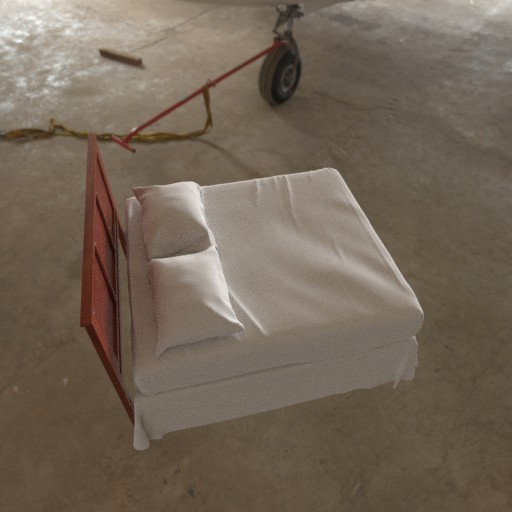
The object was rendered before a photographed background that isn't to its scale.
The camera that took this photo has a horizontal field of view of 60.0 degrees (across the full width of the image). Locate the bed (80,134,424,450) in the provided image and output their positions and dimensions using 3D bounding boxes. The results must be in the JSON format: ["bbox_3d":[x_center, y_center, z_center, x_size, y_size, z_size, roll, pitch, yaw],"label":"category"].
[{"bbox_3d":[0.000,0.000,3.176,2.050,1.270,1.870,-10,47,-9],"label":"bed"}]
